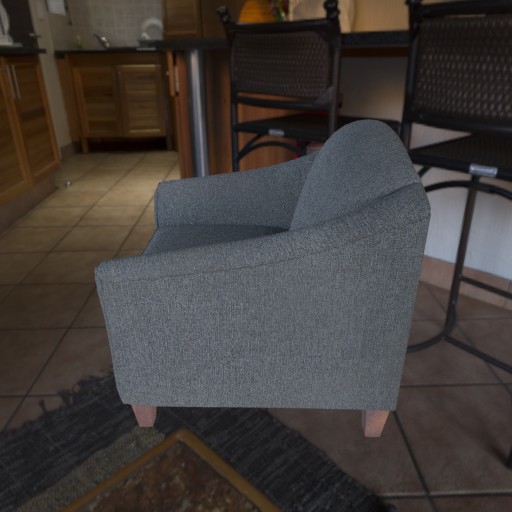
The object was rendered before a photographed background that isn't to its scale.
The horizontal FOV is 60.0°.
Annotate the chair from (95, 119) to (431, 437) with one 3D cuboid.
[{"bbox_3d":[0.000,0.000,1.426,0.787,0.839,0.763,0,25,1],"label":"chair"}]
